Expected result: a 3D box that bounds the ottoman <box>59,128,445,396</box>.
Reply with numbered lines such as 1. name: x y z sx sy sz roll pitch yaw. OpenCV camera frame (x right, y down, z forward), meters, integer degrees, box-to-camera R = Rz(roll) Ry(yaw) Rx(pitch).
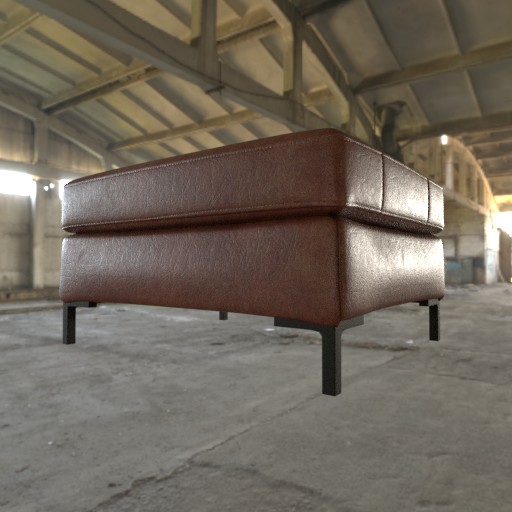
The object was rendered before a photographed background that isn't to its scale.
1. ottoman: 0.000 0.000 1.726 1.186 0.667 0.965 -1 -1 36
